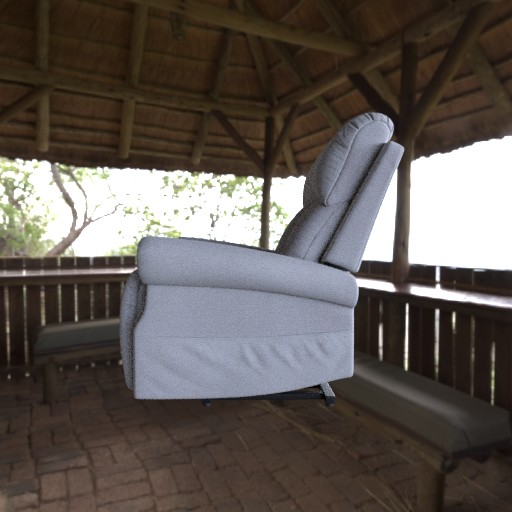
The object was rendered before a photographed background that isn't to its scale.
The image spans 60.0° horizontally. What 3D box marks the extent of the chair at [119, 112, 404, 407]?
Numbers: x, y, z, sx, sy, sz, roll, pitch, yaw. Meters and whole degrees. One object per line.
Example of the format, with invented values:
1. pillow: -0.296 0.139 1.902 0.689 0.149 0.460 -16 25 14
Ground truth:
1. chair: 0.000 0.000 1.811 0.979 1.031 0.871 0 2 -1
